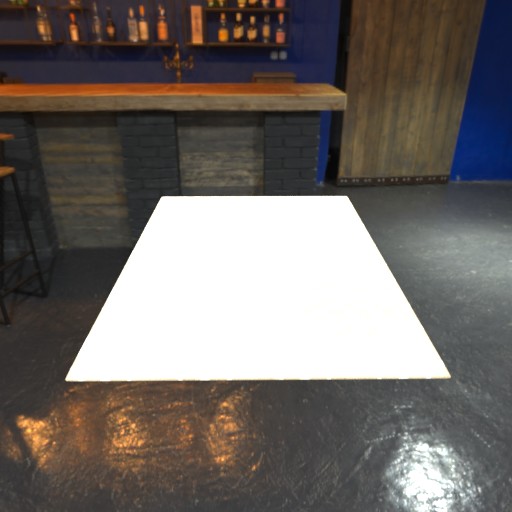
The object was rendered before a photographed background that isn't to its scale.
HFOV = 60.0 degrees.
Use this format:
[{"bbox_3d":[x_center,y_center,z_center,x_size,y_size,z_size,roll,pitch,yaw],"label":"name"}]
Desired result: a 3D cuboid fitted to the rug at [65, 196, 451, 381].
[{"bbox_3d":[0.000,0.000,2.692,1.524,0.010,2.134,0,27,-1],"label":"rug"}]
